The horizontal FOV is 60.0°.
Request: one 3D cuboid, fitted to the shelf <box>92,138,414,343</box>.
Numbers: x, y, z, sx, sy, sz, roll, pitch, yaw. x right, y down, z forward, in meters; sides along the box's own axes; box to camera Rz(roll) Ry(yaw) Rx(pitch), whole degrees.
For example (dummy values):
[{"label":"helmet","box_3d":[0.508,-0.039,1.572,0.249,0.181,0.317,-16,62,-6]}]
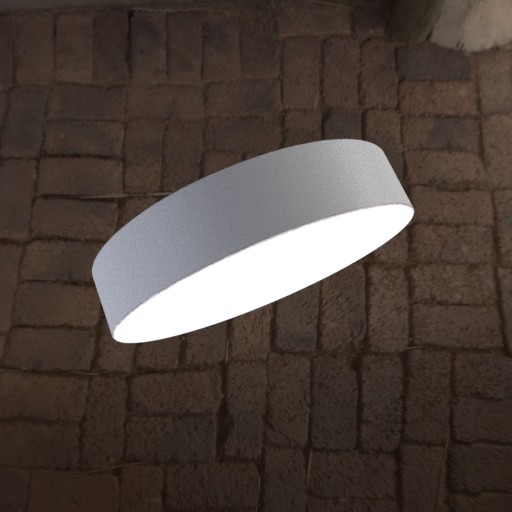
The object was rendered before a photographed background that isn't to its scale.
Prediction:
[{"label":"shelf","box_3d":[0.000,0.000,1.178,0.806,0.807,0.158,-22,76,-6]}]
